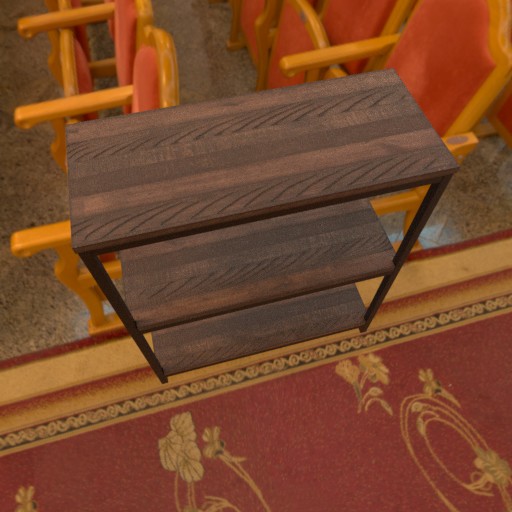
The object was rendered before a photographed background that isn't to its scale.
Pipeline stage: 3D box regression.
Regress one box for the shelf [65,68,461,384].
[{"bbox_3d":[0.000,0.000,1.396,0.822,0.947,0.352,-13,59,-8],"label":"shelf"}]
